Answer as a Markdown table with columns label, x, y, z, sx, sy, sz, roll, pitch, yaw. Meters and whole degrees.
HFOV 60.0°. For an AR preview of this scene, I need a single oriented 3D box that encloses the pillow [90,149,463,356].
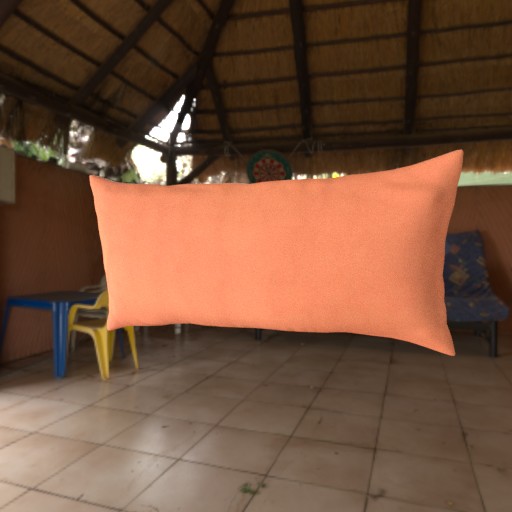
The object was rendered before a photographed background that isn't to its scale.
| label | x | y | z | sx | sy | sz | roll | pitch | yaw |
| --- | --- | --- | --- | --- | --- | --- | --- | --- | --- |
| pillow | 0.000 | 0.000 | 0.724 | 0.608 | 0.292 | 0.156 | 0 | 1 | 18 |
